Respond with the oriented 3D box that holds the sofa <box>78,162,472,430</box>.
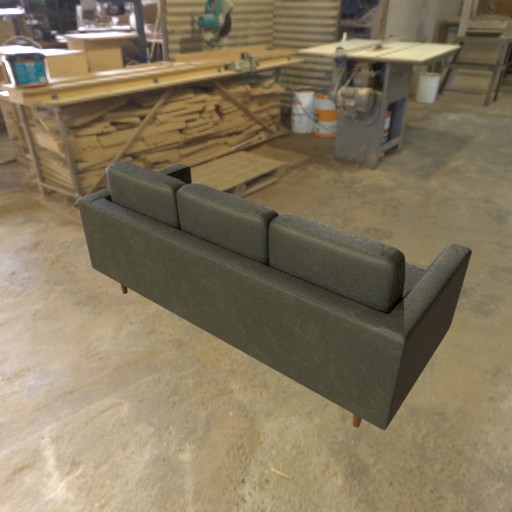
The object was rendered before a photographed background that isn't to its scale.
[{"bbox_3d":[0.000,0.000,2.510,2.029,0.899,0.879,22,37,32],"label":"sofa"}]
